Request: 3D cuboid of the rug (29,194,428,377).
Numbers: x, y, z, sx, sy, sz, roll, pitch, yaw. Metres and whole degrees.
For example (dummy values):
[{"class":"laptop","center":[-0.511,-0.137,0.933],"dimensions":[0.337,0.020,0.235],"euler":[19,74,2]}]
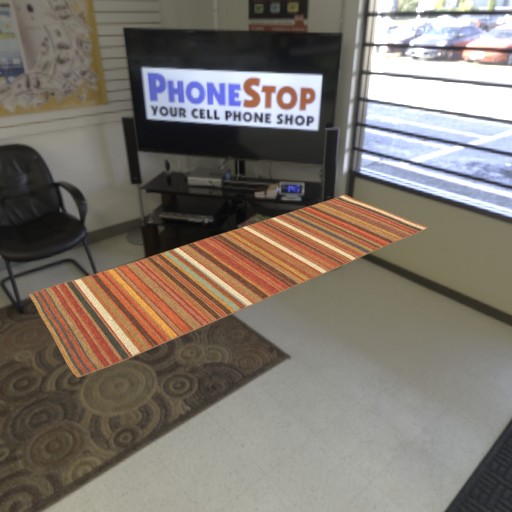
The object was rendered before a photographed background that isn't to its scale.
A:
[{"class":"rug","center":[0.000,0.000,2.730],"dimensions":[2.444,0.030,0.799],"euler":[-20,34,-32]}]
